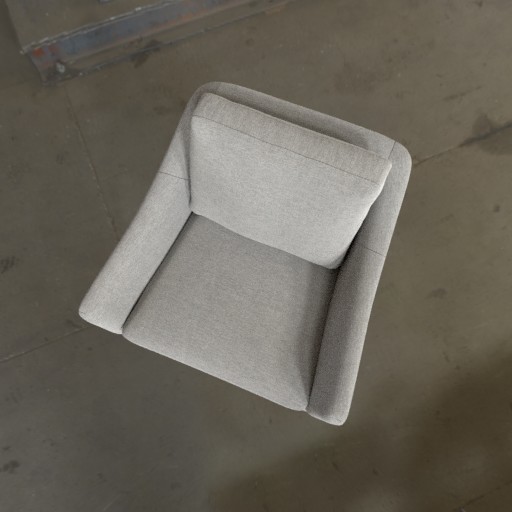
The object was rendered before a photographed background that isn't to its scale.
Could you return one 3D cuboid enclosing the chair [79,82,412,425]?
[{"bbox_3d":[0.000,0.000,1.726,0.986,0.902,0.961,21,75,6],"label":"chair"}]
